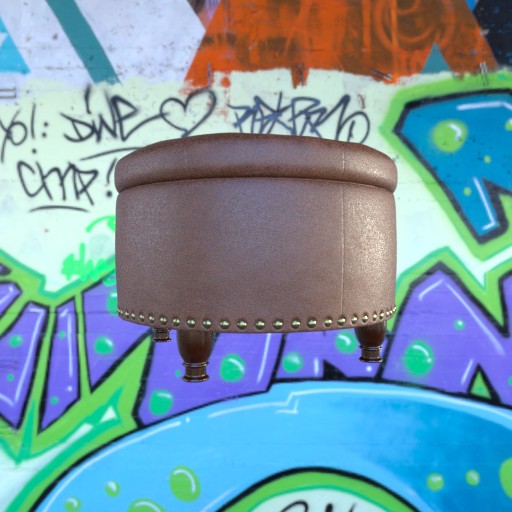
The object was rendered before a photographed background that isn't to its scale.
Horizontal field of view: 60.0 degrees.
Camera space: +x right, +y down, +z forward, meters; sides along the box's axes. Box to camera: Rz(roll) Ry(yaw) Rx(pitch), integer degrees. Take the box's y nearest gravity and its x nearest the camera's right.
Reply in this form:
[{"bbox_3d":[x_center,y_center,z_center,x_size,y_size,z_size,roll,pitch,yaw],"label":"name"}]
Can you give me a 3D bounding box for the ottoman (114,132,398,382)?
[{"bbox_3d":[0.000,0.000,1.047,0.637,0.442,0.637,0,1,0],"label":"ottoman"}]
